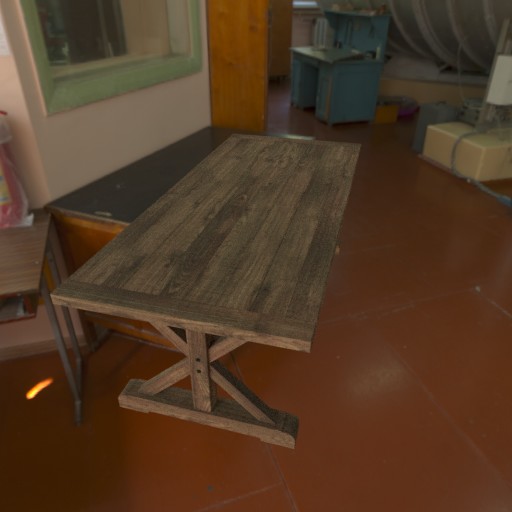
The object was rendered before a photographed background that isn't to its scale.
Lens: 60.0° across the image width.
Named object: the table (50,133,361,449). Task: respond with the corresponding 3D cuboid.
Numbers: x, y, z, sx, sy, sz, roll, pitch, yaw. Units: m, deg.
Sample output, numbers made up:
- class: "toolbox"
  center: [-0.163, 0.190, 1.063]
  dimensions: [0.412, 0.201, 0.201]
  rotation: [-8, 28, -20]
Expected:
- class: "table"
  center: [0.000, 0.000, 2.446]
  dimensions: [0.907, 0.733, 2.031]
  rotation: [8, 32, 13]
